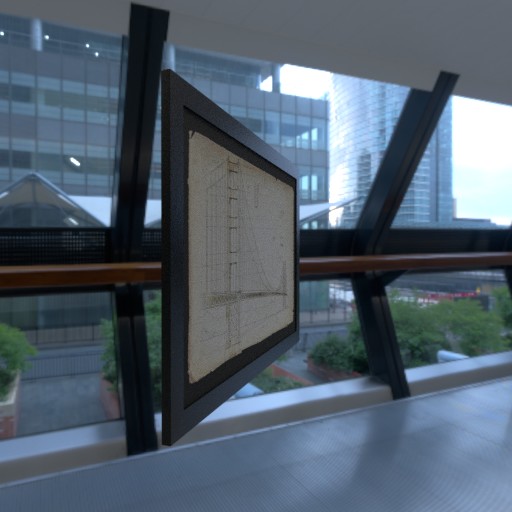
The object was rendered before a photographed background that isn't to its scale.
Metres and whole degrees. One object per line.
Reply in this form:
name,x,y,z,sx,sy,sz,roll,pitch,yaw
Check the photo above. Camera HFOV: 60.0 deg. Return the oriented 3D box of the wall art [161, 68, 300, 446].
wall art,0.000,0.000,0.838,0.013,0.447,0.660,0,0,19
